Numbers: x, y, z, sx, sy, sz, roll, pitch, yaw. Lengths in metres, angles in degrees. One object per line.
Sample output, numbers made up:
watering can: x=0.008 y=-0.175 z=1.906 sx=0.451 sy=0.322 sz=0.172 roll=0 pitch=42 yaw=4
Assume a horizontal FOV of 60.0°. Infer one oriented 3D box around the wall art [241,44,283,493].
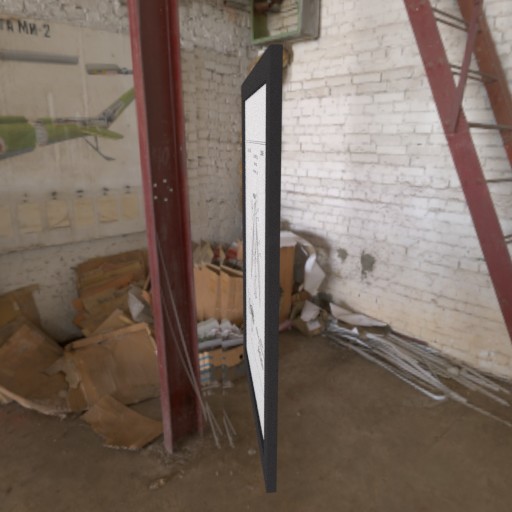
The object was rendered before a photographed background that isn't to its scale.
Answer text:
wall art: x=0.000 y=0.000 z=0.687 sx=0.013 sy=0.534 sz=0.380 roll=-2 pitch=15 yaw=-6
